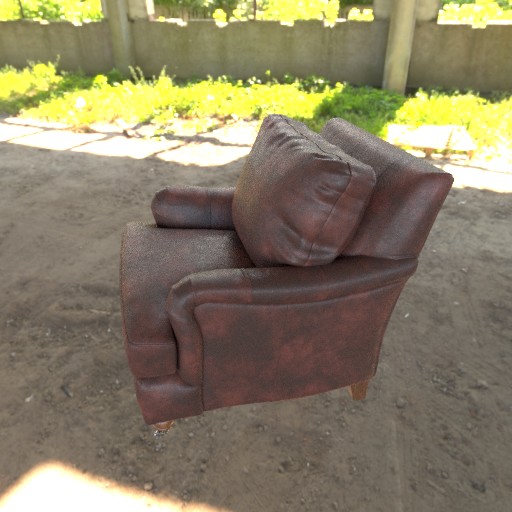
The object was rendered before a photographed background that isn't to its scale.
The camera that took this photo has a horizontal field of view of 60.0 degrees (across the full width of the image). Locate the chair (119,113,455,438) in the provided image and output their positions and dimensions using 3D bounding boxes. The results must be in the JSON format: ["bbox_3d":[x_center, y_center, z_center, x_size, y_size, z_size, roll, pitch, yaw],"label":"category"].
[{"bbox_3d":[0.000,0.000,1.932,1.156,1.051,0.987,-7,30,-13],"label":"chair"}]
